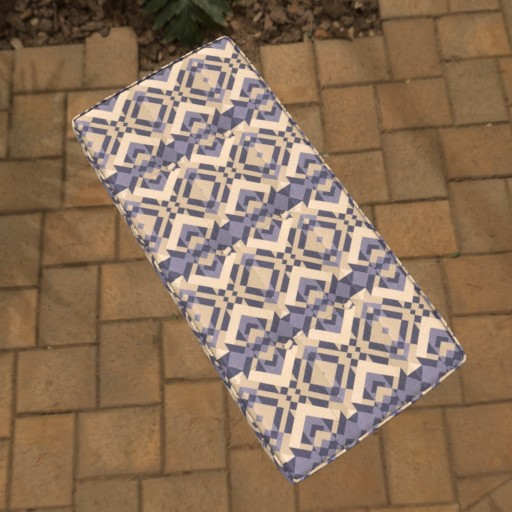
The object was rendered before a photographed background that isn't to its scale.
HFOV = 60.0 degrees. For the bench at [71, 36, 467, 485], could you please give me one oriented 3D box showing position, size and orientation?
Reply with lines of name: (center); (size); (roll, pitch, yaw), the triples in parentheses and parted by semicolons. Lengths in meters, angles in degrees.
bench: (0.000, 0.000, 1.251); (0.492, 0.477, 1.016); (-32, 78, -8)
